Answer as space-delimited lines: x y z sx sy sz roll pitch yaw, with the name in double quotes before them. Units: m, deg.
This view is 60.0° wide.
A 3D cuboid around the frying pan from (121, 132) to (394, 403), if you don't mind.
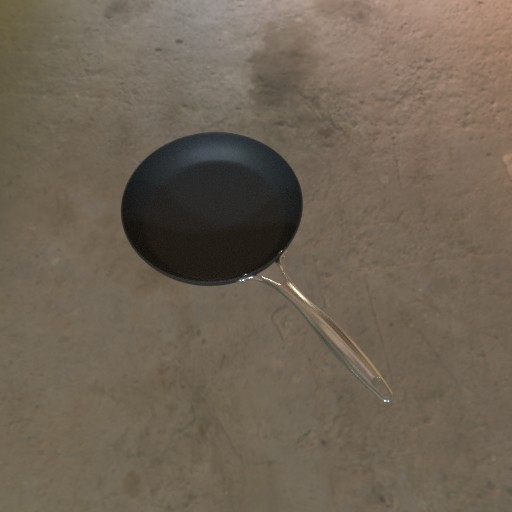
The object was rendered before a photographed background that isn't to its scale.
"frying pan" 0.000 0.000 0.581 0.255 0.105 0.472 -31 67 -15
